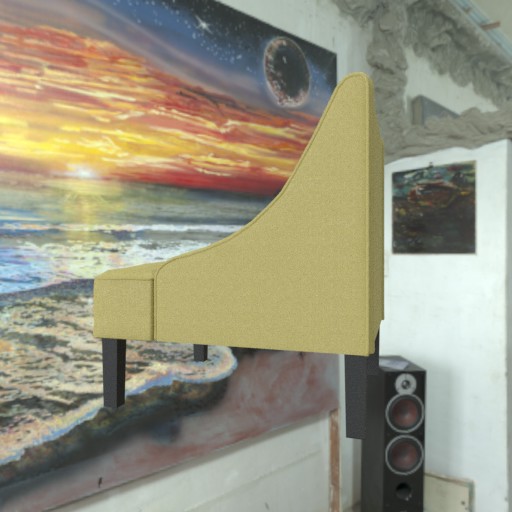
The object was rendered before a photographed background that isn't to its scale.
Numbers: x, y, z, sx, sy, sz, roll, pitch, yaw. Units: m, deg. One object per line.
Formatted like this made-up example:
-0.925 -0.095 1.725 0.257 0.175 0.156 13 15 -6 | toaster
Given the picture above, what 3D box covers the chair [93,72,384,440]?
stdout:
0.000 0.000 1.506 0.814 0.896 0.696 0 0 18 | chair
